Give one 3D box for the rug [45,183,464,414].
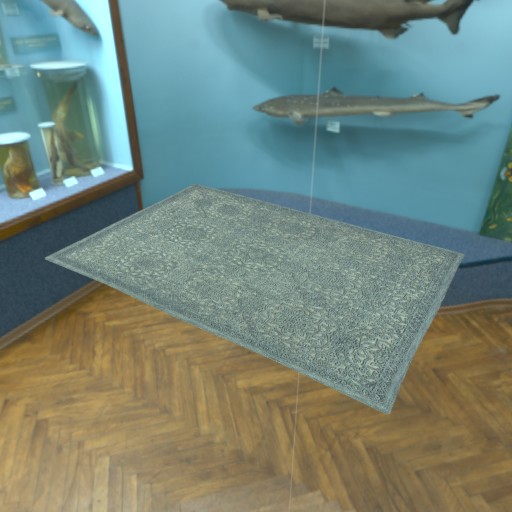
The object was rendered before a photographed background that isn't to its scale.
[{"bbox_3d":[0.000,0.000,2.317,1.830,0.016,1.224,18,36,28],"label":"rug"}]
